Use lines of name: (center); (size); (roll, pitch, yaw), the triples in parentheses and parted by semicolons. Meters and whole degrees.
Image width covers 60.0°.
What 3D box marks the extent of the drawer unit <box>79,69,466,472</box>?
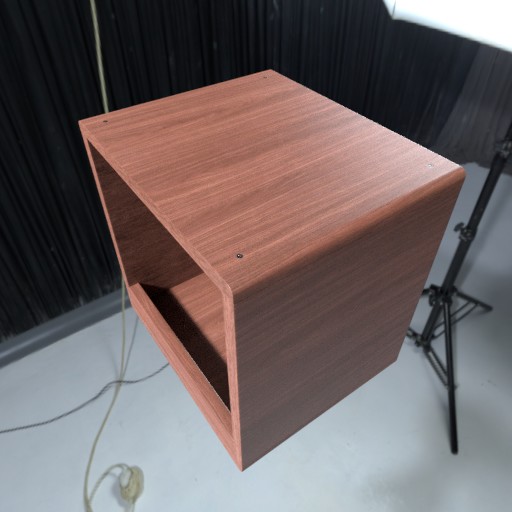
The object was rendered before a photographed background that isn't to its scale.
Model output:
drawer unit: (0.000, 0.000, 0.620); (0.290, 0.351, 0.349); (-26, 49, -25)
